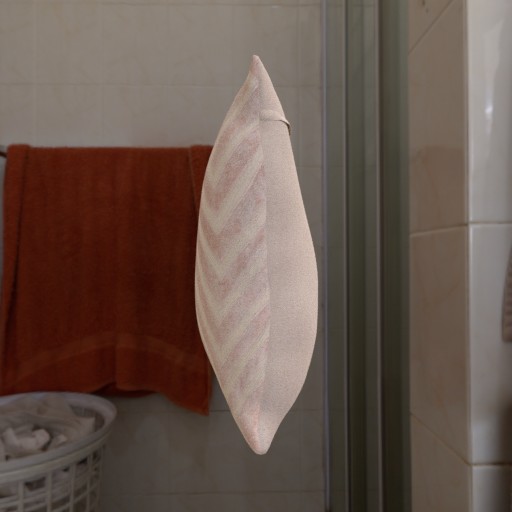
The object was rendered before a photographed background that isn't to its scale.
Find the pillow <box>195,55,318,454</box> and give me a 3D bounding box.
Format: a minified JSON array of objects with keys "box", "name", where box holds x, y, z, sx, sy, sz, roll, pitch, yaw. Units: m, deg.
[{"box":[0.000,0.000,0.686,0.182,0.441,0.440,0,0,1],"name":"pillow"}]
